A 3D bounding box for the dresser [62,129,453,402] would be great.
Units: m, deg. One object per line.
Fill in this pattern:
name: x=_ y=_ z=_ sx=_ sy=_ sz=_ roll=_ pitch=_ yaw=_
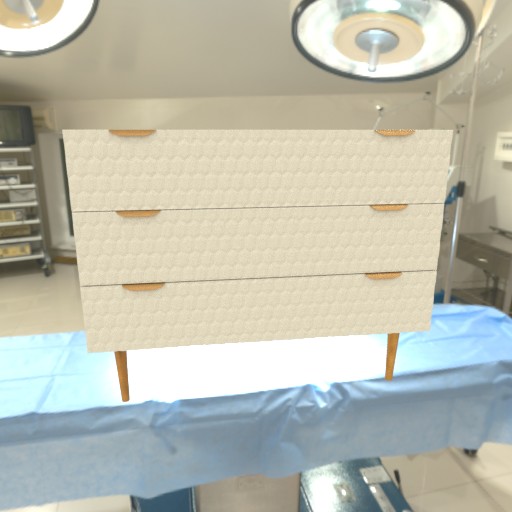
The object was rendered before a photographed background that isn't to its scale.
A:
dresser: x=0.000 y=0.000 z=1.321 sx=0.905 sy=0.721 sz=0.457 roll=-2 pitch=16 yaw=-8
